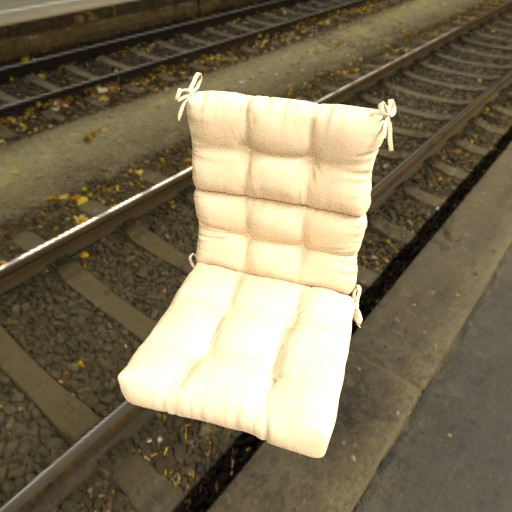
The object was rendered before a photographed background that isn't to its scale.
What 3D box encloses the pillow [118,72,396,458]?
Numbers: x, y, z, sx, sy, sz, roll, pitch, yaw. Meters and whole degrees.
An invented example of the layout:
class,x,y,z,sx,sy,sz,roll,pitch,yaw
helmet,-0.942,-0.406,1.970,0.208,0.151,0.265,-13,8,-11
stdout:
class,x,y,z,sx,sy,sz,roll,pitch,yaw
pillow,0.000,0.000,0.995,0.519,0.605,0.571,11,41,14
